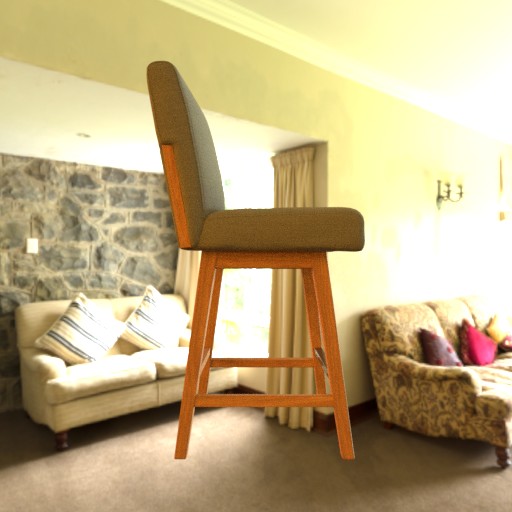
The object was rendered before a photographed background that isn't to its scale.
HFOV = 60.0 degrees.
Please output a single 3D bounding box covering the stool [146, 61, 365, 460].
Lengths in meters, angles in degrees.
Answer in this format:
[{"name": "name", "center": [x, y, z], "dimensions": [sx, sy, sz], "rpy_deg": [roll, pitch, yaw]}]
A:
[{"name": "stool", "center": [0.000, 0.000, 1.337], "dimensions": [0.570, 1.019, 0.459], "rpy_deg": [0, 0, 0]}]
